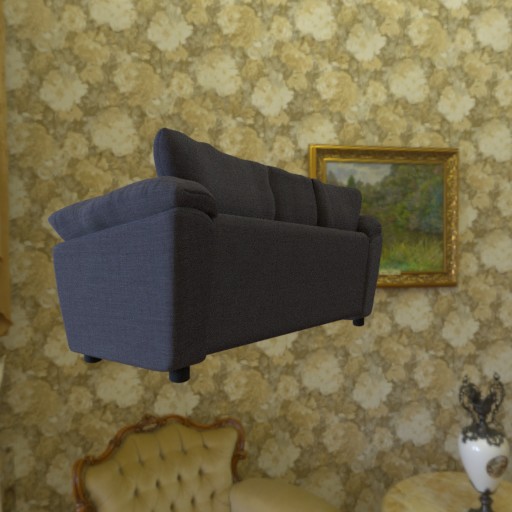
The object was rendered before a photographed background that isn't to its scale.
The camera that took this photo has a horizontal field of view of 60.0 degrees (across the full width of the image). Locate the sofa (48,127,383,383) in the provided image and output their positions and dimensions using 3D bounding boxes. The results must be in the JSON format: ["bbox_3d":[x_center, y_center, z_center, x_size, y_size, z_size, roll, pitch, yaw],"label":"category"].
[{"bbox_3d":[0.000,0.000,2.831,0.883,1.080,2.336,0,0,36],"label":"sofa"}]
